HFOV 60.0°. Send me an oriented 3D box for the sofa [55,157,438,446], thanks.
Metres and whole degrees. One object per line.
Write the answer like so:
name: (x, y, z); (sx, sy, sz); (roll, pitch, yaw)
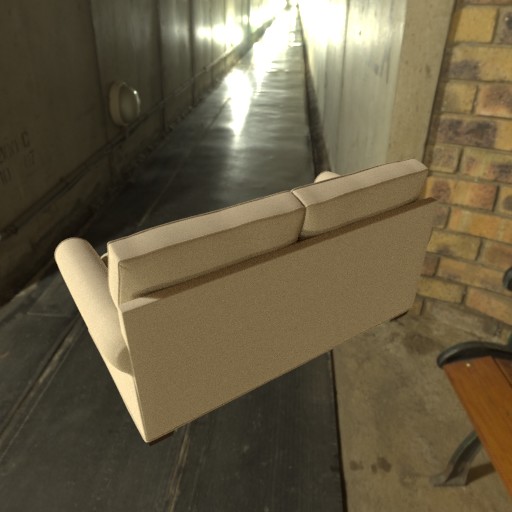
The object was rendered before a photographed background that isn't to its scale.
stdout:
sofa: (0.000, 0.000, 2.280); (1.774, 0.933, 0.861); (-19, 37, -28)
